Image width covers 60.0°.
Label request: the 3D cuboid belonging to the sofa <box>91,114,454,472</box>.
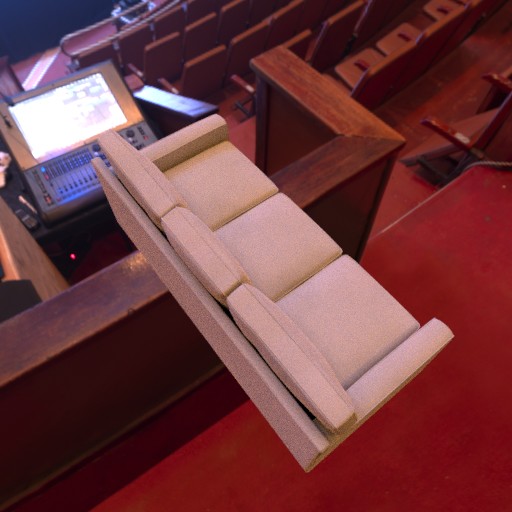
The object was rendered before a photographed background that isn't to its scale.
[{"bbox_3d":[0.000,0.000,2.600,0.935,0.862,2.088,-33,63,-19],"label":"sofa"}]
